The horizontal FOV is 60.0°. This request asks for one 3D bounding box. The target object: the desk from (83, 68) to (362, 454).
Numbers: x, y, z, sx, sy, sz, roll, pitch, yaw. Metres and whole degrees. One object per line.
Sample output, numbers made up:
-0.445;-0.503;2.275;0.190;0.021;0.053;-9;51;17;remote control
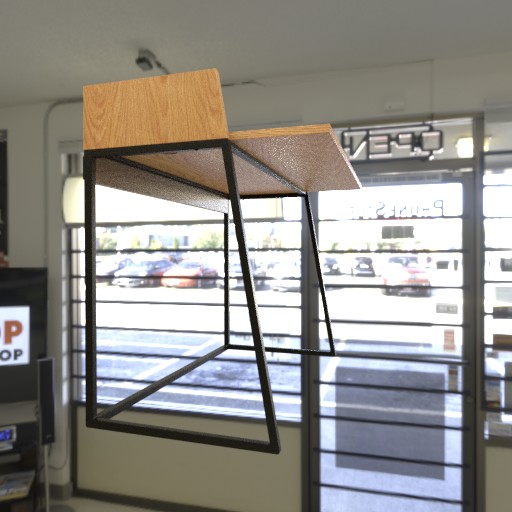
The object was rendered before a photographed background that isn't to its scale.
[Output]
0.000;0.000;1.833;0.769;1.061;1.191;0;1;18;desk
